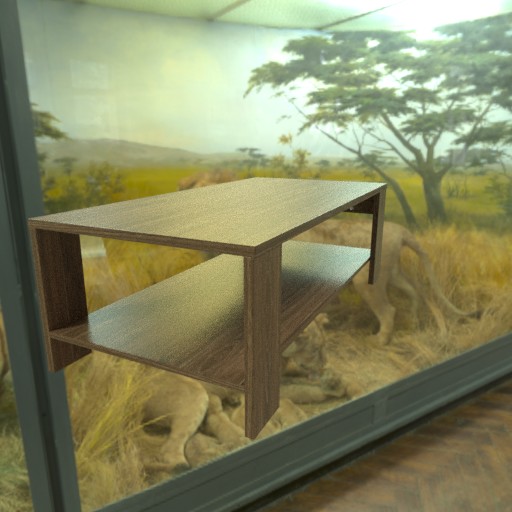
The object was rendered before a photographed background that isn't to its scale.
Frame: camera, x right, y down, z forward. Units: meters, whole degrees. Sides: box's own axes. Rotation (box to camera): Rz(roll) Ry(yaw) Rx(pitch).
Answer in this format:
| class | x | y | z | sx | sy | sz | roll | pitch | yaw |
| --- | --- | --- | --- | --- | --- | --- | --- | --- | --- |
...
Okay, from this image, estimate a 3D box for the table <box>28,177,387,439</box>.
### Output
| class | x | y | z | sx | sy | sz | roll | pitch | yaw |
| --- | --- | --- | --- | --- | --- | --- | --- | --- | --- |
| table | 0.000 | 0.000 | 1.482 | 0.600 | 0.400 | 1.200 | 8 | 17 | 26 |
